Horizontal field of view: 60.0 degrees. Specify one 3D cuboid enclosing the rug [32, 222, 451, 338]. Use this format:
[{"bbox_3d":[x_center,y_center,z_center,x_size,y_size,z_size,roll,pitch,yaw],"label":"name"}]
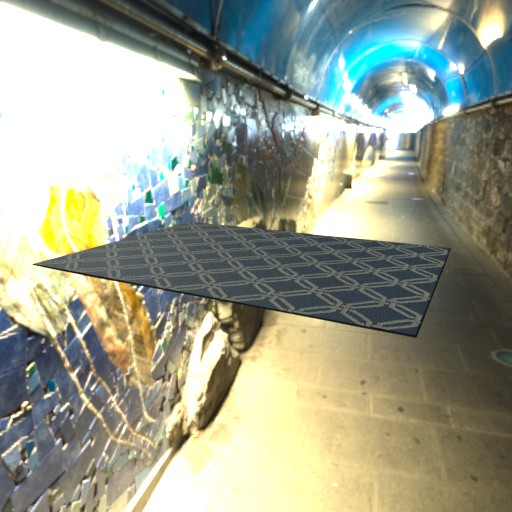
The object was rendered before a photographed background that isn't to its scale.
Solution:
[{"bbox_3d":[0.000,0.000,4.339,3.342,0.018,2.432,7,16,26],"label":"rug"}]
